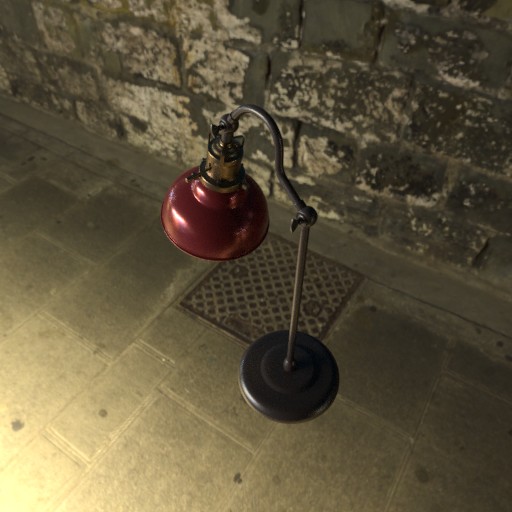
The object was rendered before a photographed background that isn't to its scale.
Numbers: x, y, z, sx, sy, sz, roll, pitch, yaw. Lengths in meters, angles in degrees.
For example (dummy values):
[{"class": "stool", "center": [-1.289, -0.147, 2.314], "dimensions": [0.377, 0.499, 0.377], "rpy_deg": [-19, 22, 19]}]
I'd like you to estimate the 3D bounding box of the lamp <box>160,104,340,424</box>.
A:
[{"class": "lamp", "center": [0.000, 0.000, 0.708], "dimensions": [0.192, 0.508, 0.374], "rpy_deg": [-33, 54, -28]}]
